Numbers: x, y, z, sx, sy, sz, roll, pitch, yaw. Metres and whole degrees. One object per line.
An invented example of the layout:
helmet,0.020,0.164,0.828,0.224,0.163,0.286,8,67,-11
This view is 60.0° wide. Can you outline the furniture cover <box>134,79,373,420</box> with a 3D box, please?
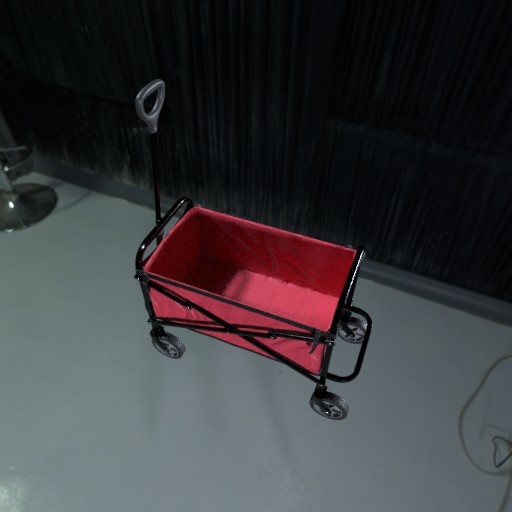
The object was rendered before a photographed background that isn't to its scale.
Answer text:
furniture cover,0.000,0.000,1.791,1.038,1.295,0.532,17,48,16
